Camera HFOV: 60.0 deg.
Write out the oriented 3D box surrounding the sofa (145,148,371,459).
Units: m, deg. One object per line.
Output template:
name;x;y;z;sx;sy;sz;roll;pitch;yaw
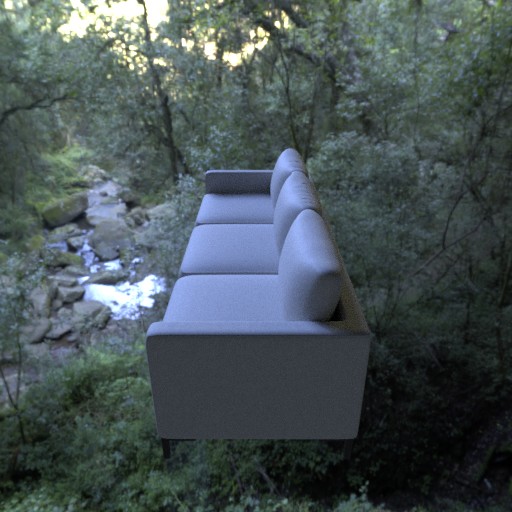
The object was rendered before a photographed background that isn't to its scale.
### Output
sofa;0.000;0.000;2.697;0.859;0.874;2.218;0;26;0
